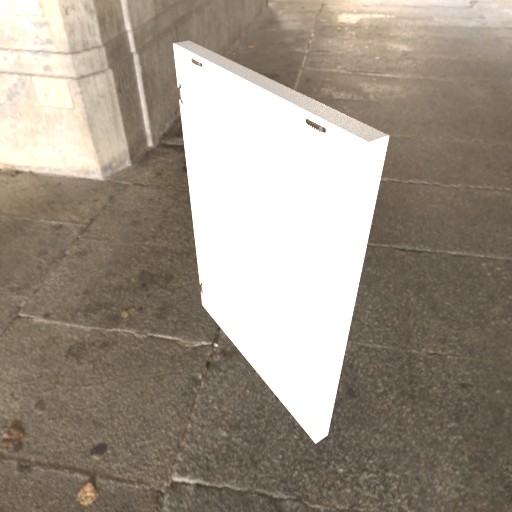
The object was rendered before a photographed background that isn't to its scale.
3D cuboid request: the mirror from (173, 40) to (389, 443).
[{"bbox_3d":[0.000,0.000,0.910,0.040,0.710,0.507,-24,46,-26],"label":"mirror"}]
